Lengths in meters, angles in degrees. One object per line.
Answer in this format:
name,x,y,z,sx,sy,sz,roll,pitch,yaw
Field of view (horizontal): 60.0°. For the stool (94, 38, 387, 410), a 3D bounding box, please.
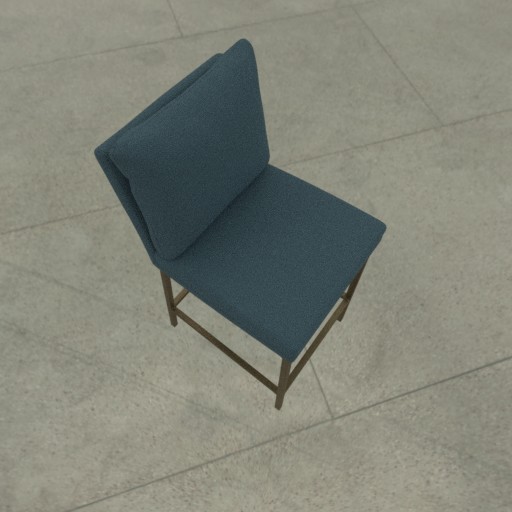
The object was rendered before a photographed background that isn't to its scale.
stool,0.000,0.000,1.324,0.568,1.032,0.463,33,64,18
